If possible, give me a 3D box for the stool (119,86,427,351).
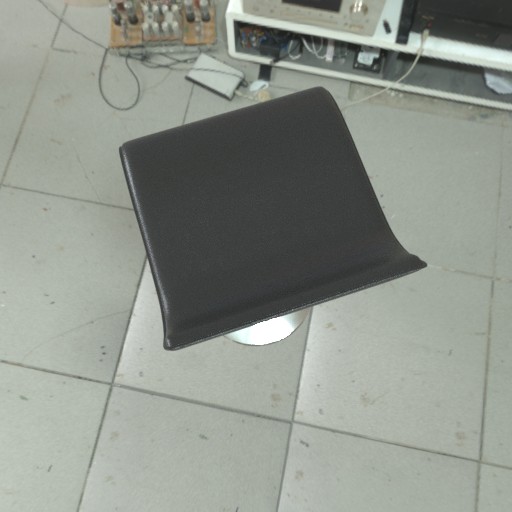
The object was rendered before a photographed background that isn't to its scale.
[{"bbox_3d":[0.000,0.000,1.042,0.381,0.851,0.381,-18,76,-4],"label":"stool"}]
